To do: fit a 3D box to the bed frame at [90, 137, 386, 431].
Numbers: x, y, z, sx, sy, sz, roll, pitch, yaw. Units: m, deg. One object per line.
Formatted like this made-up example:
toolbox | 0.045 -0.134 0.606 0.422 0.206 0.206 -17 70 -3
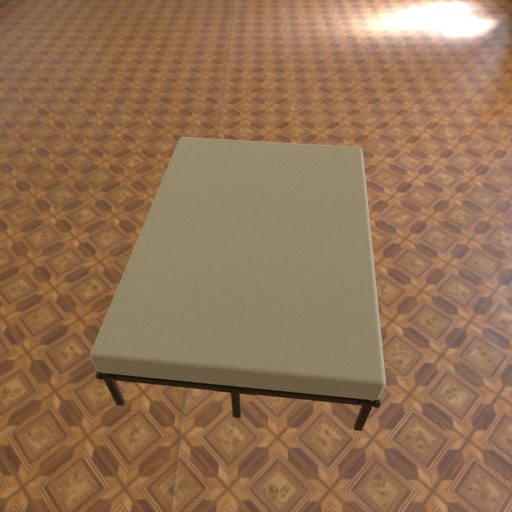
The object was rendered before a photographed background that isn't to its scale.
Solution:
bed frame | 0.000 0.000 3.883 2.205 0.680 2.842 10 47 9
